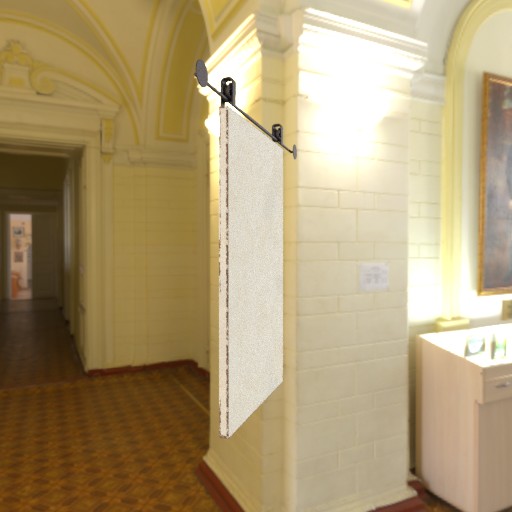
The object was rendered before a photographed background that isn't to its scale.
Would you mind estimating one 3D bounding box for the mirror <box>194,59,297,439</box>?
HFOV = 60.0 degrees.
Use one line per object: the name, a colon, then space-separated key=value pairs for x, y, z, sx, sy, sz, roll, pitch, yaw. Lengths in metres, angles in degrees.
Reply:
mirror: x=0.000 y=0.000 z=1.247 sx=0.037 sy=0.844 sz=0.808 roll=0 pitch=1 yaw=19
